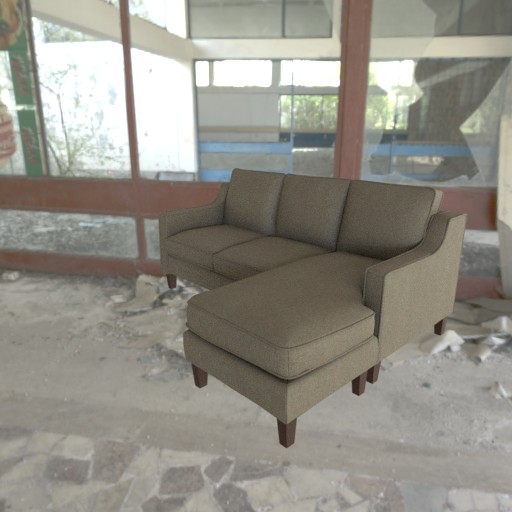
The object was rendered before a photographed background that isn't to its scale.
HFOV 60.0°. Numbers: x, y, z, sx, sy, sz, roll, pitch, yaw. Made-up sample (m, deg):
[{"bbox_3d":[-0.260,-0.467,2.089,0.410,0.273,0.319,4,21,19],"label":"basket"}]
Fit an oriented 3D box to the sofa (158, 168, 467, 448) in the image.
[{"bbox_3d":[0.000,0.000,3.283,1.858,1.081,2.317,-16,23,-41],"label":"sofa"}]
